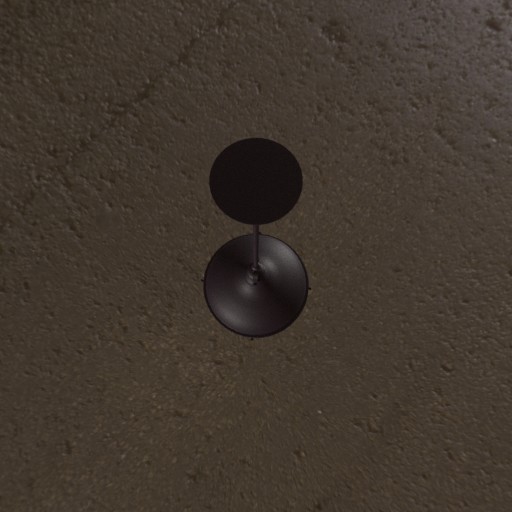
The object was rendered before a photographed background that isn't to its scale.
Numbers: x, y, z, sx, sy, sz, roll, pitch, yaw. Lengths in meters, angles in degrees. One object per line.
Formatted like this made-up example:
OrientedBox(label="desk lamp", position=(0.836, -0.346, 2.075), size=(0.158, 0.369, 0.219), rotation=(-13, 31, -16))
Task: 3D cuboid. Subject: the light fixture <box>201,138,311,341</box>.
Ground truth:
OrientedBox(label="light fixture", position=(0.000, 0.000, 1.026), size=(0.341, 0.849, 0.341), rotation=(4, 76, 1))
